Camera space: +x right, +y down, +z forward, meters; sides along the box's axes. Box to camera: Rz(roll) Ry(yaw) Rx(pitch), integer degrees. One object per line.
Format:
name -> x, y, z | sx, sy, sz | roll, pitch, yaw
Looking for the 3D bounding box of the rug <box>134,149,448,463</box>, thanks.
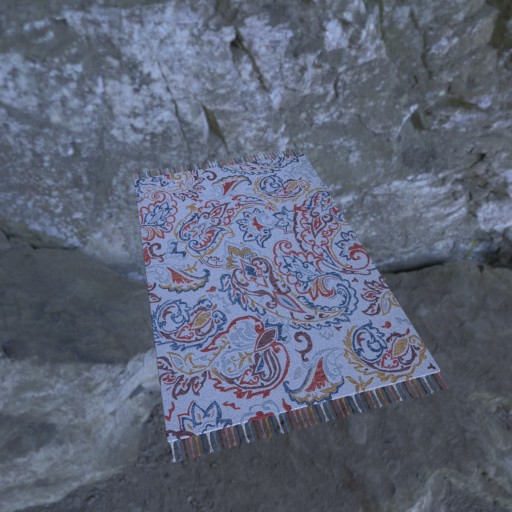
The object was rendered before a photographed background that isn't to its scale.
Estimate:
rug -> 0.000, 0.000, 2.486 | 1.218, 0.010, 1.997 | -11, 46, -11
